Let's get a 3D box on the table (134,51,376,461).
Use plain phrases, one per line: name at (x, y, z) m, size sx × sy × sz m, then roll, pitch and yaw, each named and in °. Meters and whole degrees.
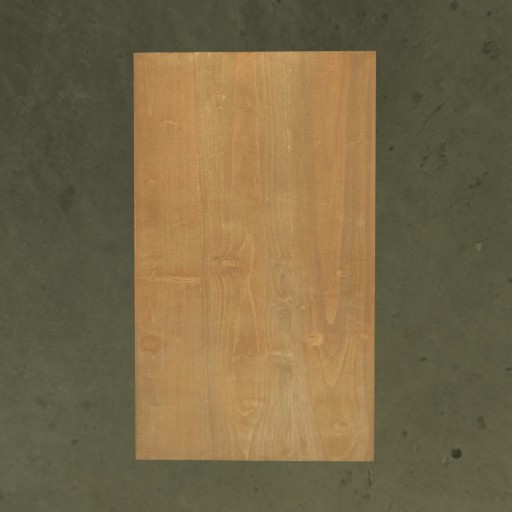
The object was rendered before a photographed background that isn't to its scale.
table at (0.000, 0.000, 2.133) m, size 0.946 × 0.780 × 1.609 m, roll 0°, pitch 91°, yaw 1°
